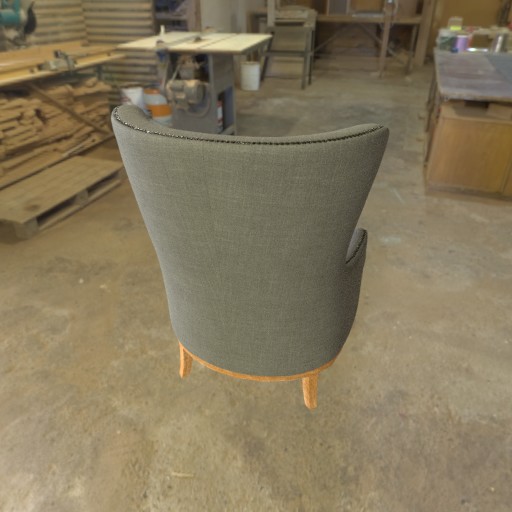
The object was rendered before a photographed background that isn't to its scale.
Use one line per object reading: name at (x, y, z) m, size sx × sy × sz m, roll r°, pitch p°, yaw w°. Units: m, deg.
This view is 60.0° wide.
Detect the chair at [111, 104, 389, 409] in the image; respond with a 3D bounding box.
chair at (0.000, 0.000, 1.748) m, size 0.864 × 1.176 × 0.883 m, roll 9°, pitch 33°, yaw 15°
